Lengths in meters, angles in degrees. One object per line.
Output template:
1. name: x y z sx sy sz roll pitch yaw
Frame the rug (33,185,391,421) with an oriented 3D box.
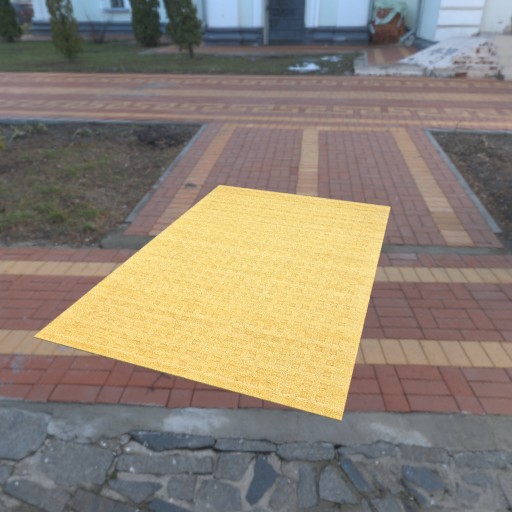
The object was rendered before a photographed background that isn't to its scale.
1. rug: 0.000 0.000 2.910 1.524 0.006 2.286 10 31 17
